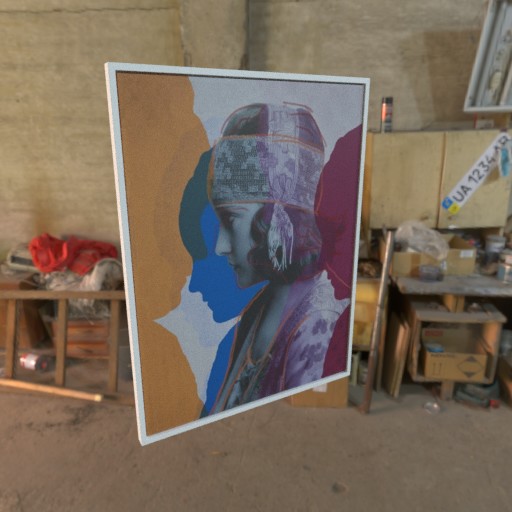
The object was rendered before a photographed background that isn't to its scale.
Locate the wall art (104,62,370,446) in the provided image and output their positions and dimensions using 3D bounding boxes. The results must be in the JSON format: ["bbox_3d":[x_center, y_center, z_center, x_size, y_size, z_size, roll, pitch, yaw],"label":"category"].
[{"bbox_3d":[0.000,0.000,1.362,0.795,1.050,0.039,-9,19,-28],"label":"wall art"}]
